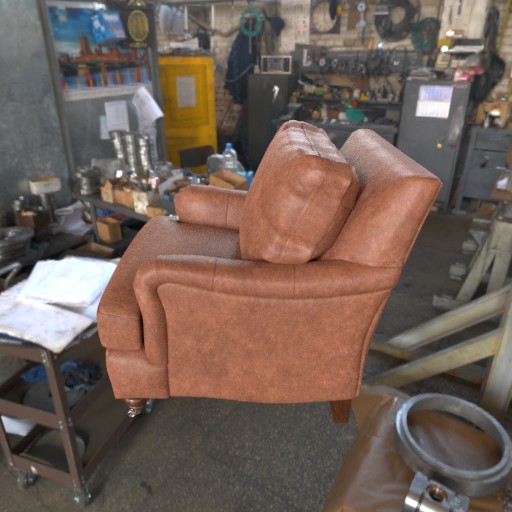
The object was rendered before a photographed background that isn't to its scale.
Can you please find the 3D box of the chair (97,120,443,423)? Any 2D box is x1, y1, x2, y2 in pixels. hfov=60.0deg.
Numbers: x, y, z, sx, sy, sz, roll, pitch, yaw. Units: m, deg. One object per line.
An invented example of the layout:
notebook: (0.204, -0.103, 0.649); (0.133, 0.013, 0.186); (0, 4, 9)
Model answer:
chair: (0.000, 0.000, 1.934); (1.158, 1.055, 0.986); (0, 25, 0)
